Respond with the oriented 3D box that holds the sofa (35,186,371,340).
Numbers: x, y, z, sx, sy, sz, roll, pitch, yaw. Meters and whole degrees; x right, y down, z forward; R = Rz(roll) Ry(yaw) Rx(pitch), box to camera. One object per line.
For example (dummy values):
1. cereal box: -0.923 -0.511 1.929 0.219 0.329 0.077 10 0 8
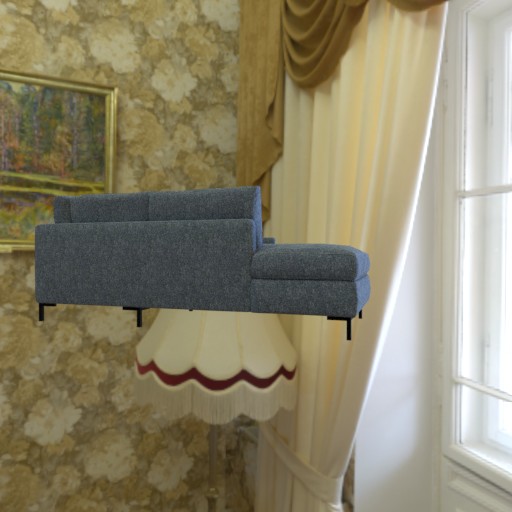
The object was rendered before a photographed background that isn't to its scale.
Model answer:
1. sofa: 0.000 0.000 3.579 1.879 0.756 2.737 0 0 18
